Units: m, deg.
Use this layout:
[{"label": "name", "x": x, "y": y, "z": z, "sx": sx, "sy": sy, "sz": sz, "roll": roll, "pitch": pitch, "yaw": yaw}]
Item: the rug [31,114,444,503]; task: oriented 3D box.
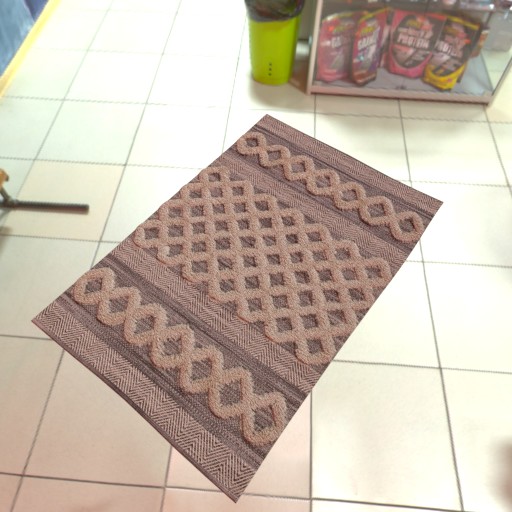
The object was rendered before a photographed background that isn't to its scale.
[{"label": "rug", "x": 0.000, "y": 0.000, "z": 2.230, "sx": 1.222, "sy": 0.030, "sz": 1.823, "roll": 33, "pitch": 62, "yaw": 19}]
